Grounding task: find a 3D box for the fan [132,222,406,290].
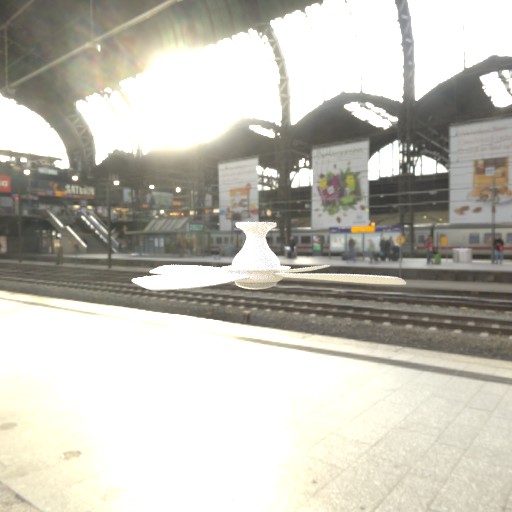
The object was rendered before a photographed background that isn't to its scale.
[{"bbox_3d":[0.000,0.000,2.558,1.694,0.382,1.693,1,2,35],"label":"fan"}]
